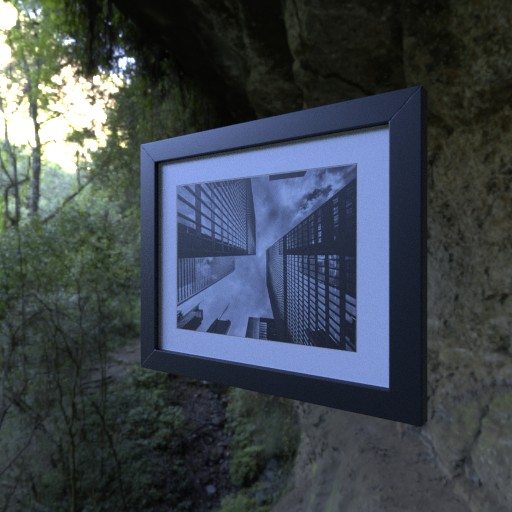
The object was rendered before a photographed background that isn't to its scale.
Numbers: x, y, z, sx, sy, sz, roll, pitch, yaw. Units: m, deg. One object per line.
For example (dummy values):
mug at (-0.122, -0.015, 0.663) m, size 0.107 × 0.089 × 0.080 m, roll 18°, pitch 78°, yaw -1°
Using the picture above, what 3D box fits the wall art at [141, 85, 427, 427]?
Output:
wall art at (0.000, 0.000, 0.759) m, size 0.558 × 0.457 × 0.031 m, roll 0°, pitch 0°, yaw 35°
